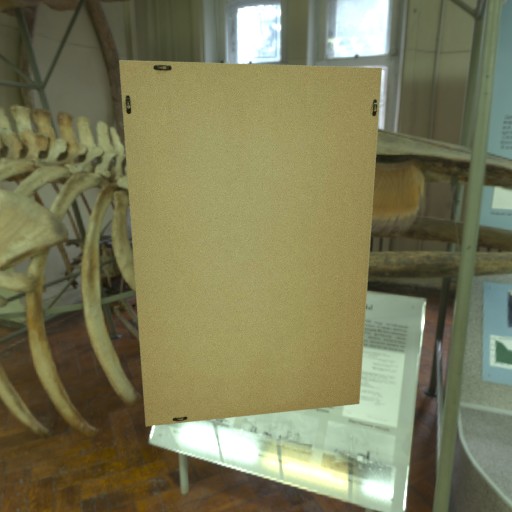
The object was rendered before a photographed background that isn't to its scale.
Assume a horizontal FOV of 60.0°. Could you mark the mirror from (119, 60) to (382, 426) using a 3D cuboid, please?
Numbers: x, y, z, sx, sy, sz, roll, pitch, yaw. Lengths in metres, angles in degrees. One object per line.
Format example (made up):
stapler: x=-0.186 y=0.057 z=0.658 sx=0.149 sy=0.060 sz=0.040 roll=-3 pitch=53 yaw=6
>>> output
mirror: x=0.000 y=0.000 z=1.144 sx=0.609 sy=0.915 sz=0.041 roll=-3 pitch=15 yaw=-10
